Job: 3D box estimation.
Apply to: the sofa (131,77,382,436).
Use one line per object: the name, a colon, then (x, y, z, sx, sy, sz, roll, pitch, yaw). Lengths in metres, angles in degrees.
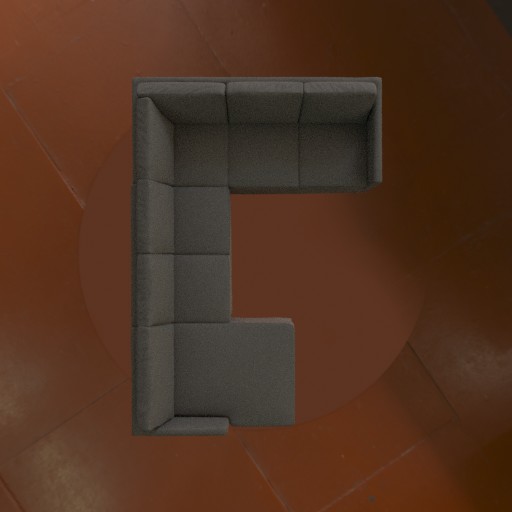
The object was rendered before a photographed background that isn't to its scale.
sofa: (0.000, 0.000, 4.529, 2.476, 0.878, 3.528, 0, 90, 0)
